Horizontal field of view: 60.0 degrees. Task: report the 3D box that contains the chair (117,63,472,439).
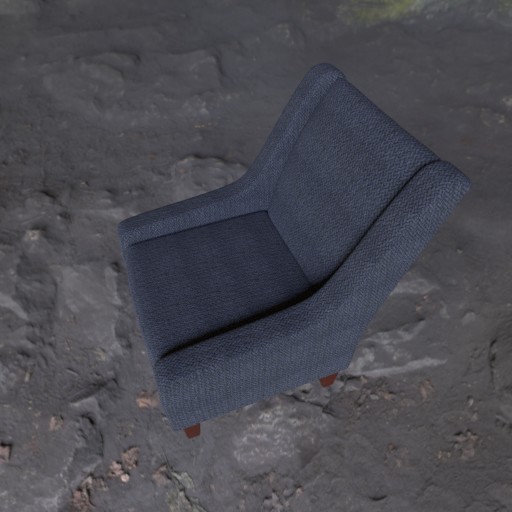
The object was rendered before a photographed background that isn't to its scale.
[{"bbox_3d":[0.000,0.000,1.649,0.944,1.012,0.793,-16,48,-15],"label":"chair"}]
